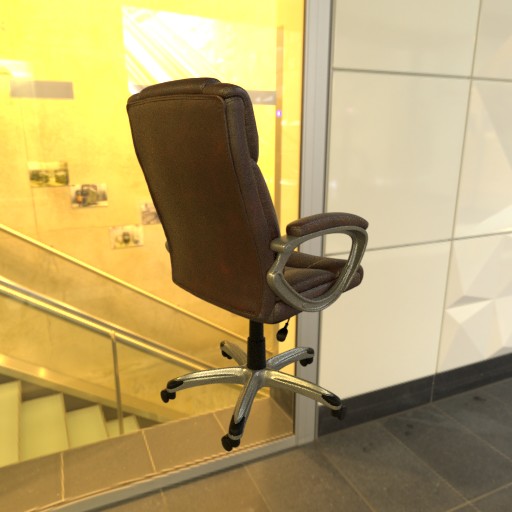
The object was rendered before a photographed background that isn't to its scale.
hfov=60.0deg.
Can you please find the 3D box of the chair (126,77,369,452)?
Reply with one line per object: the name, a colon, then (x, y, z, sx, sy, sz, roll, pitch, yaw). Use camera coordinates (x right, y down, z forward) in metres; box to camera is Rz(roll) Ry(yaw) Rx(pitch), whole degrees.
chair: (0.000, 0.000, 1.575, 0.692, 1.128, 0.656, -14, 21, -42)
